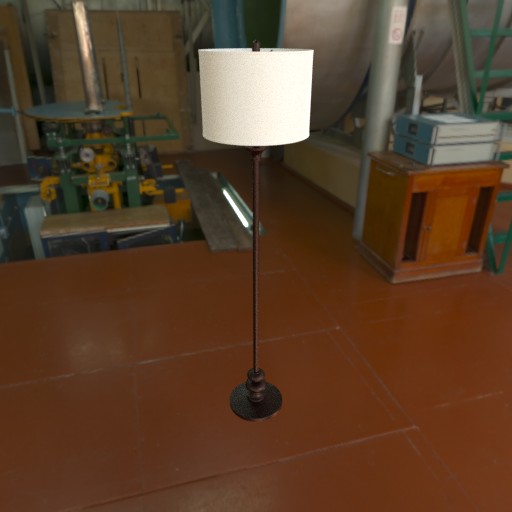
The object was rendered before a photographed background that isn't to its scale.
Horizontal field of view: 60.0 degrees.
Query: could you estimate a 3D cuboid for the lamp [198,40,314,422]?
[{"bbox_3d":[0.000,0.000,1.700,0.356,1.487,0.356,8,28,16],"label":"lamp"}]
